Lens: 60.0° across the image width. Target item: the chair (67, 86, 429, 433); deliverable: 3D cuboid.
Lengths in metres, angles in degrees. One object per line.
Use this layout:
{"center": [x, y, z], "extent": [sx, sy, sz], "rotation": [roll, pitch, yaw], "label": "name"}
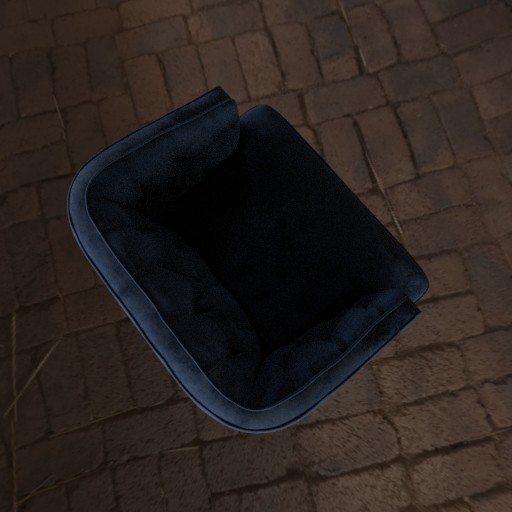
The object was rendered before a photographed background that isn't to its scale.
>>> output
{"center": [0.000, 0.000, 1.736], "extent": [0.940, 0.852, 1.094], "rotation": [-38, 79, -9], "label": "chair"}
